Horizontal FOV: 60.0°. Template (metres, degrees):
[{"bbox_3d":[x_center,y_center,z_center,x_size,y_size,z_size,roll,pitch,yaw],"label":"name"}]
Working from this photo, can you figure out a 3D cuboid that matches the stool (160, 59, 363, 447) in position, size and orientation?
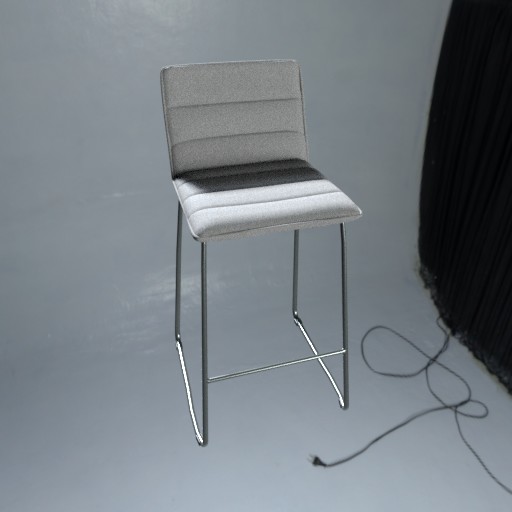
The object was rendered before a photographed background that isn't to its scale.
[{"bbox_3d":[0.000,0.000,1.261,0.490,0.960,0.490,-9,34,-14],"label":"stool"}]
